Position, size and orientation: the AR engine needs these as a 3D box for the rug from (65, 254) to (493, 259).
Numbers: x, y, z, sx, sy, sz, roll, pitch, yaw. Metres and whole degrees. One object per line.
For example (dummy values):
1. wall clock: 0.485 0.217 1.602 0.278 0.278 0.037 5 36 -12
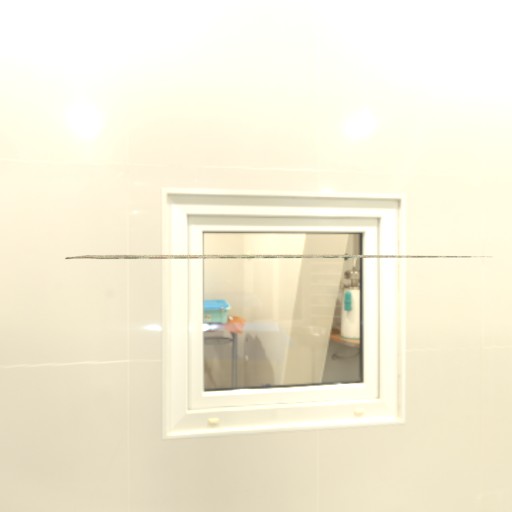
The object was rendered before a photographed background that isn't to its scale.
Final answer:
1. rug: 0.000 0.000 4.075 3.048 0.010 2.438 0 1 -18
